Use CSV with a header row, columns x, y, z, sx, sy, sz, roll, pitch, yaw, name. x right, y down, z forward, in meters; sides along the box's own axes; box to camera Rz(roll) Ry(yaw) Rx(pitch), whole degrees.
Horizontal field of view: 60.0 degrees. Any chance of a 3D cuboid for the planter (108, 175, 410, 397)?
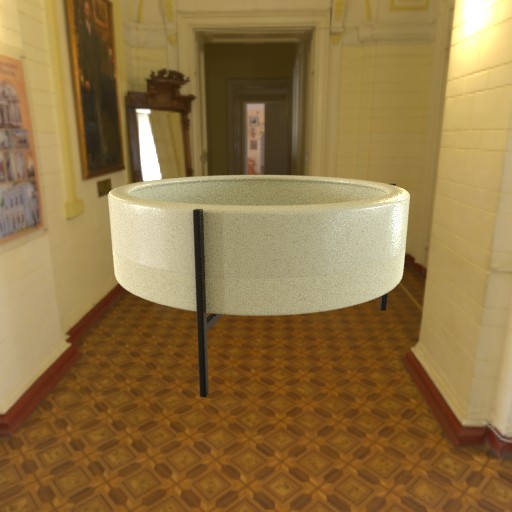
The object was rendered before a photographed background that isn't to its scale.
x,y,z,sx,sy,sz,roll,pitch,yaw,name
0.000,0.000,0.542,0.336,0.171,0.345,-14,20,-41,planter
